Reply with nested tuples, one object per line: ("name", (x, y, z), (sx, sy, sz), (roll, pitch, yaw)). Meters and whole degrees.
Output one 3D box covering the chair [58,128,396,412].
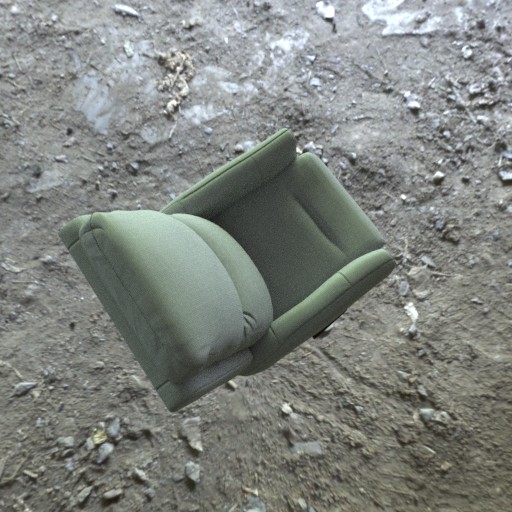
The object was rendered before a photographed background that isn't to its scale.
("chair", (0.000, 0.000, 1.822), (1.080, 1.030, 0.829), (-34, 78, -8))
